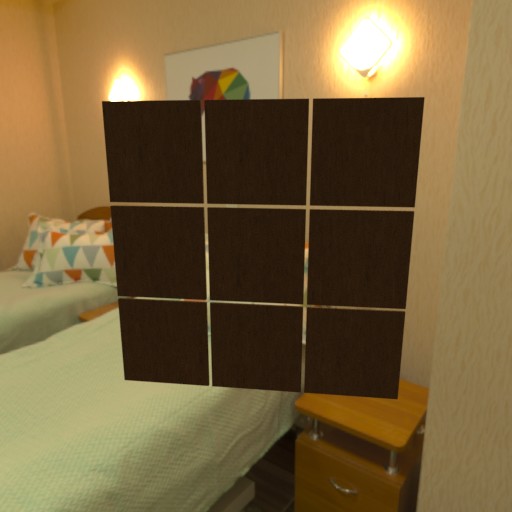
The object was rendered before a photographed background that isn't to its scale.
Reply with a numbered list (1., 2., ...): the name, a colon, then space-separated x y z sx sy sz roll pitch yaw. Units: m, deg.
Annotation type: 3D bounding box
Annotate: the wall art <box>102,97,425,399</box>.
1. wall art: 0.000 0.000 1.814 1.215 1.213 0.013 2 14 7
